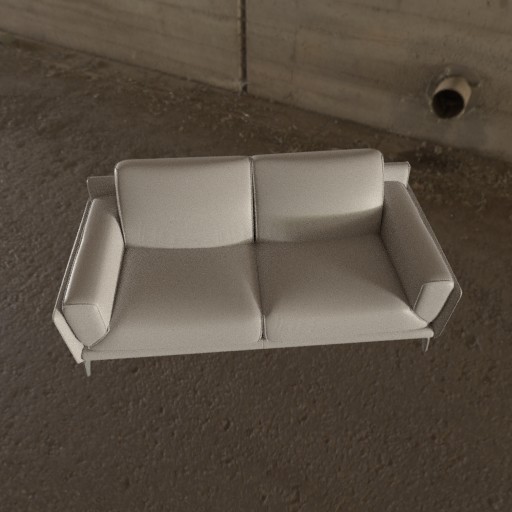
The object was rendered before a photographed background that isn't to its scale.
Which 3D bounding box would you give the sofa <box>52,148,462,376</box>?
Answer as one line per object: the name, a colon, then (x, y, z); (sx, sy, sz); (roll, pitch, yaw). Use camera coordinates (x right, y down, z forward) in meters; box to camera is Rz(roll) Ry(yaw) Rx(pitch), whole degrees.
sofa: (0.000, 0.000, 2.622); (2.101, 0.930, 1.049); (-3, 47, -3)
